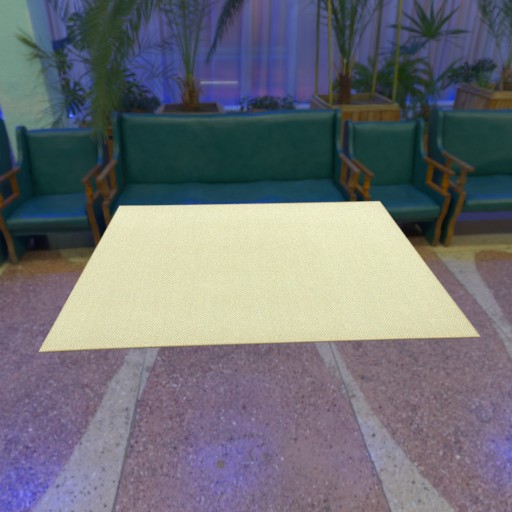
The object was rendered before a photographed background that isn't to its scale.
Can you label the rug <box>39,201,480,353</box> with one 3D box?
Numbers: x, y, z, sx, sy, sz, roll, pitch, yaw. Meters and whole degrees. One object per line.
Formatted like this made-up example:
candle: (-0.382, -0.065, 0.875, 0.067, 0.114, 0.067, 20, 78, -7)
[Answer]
rug: (0.000, 0.000, 4.098, 3.039, 0.018, 2.462, -1, 30, -2)
